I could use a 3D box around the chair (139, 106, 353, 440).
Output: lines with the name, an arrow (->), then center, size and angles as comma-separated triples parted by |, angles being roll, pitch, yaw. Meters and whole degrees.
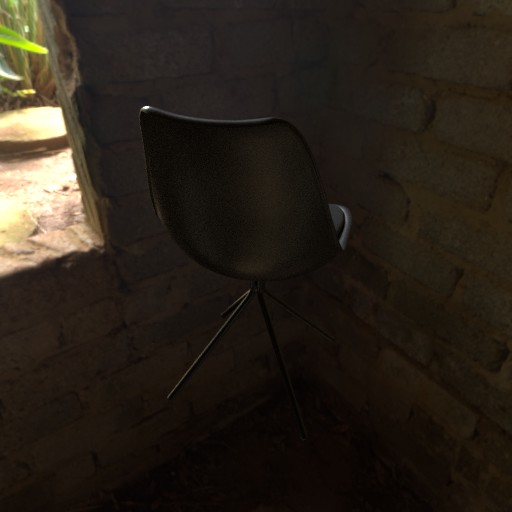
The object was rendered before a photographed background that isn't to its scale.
chair -> 0.000, 0.000, 1.160 | 0.461, 0.850, 0.525 | 10, 33, 16
